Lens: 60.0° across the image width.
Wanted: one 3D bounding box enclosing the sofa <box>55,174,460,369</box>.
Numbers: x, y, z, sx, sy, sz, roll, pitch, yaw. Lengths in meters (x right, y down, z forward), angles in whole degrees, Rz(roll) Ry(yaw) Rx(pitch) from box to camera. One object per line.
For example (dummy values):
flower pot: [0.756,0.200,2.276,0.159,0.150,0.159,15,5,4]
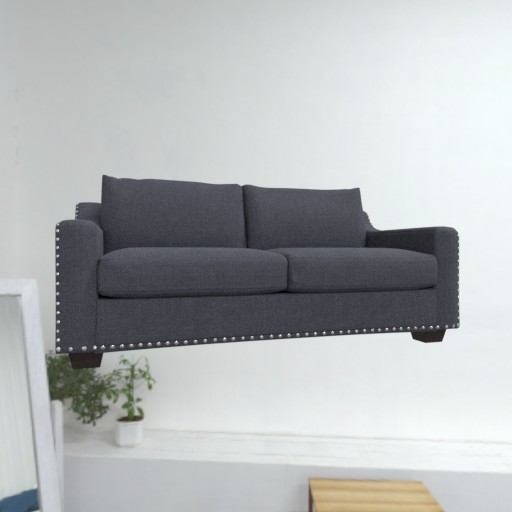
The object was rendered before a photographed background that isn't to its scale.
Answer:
sofa: [0.000,0.000,3.241,2.550,1.196,1.336,0,1,-17]
